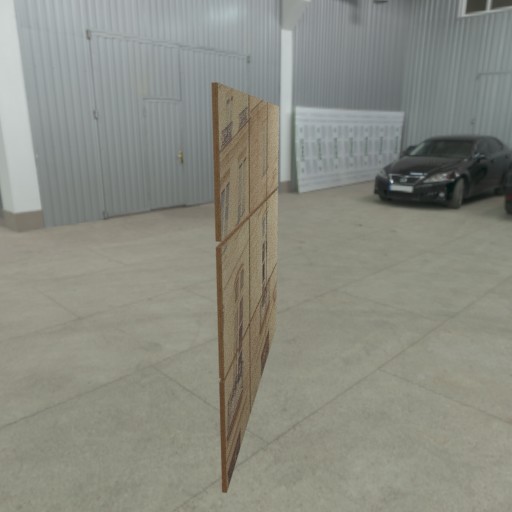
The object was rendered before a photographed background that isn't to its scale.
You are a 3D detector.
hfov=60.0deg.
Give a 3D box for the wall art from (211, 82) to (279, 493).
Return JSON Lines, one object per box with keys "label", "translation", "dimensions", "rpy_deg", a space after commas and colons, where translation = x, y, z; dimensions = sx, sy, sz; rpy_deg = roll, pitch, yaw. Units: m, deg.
{"label": "wall art", "translation": [0.000, 0.000, 1.361], "dimensions": [0.018, 0.913, 0.915], "rpy_deg": [3, 16, 9]}
